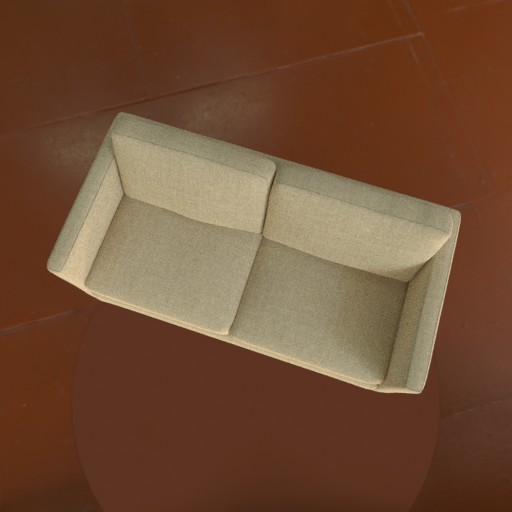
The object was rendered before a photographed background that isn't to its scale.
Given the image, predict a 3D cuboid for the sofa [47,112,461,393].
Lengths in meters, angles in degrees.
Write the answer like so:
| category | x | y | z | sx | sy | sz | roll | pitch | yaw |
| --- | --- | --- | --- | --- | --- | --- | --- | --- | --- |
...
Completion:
| category | x | y | z | sx | sy | sz | roll | pitch | yaw |
| --- | --- | --- | --- | --- | --- | --- | --- | --- | --- |
| sofa | 0.000 | 0.000 | 2.428 | 1.884 | 0.963 | 0.950 | 17 | 75 | 5 |
